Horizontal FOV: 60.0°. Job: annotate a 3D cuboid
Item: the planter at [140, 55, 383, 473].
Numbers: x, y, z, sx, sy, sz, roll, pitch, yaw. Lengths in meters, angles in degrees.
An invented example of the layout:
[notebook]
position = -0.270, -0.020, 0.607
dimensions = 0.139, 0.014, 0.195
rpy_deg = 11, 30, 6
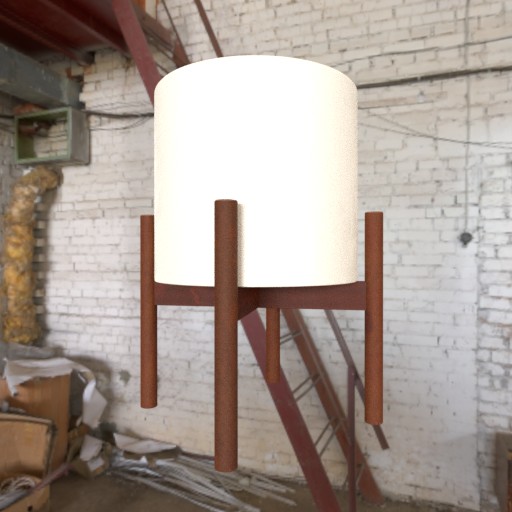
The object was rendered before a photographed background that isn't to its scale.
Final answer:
[planter]
position = 0.000, 0.000, 0.502
dimensions = 0.224, 0.358, 0.224
rpy_deg = 0, 0, -34
